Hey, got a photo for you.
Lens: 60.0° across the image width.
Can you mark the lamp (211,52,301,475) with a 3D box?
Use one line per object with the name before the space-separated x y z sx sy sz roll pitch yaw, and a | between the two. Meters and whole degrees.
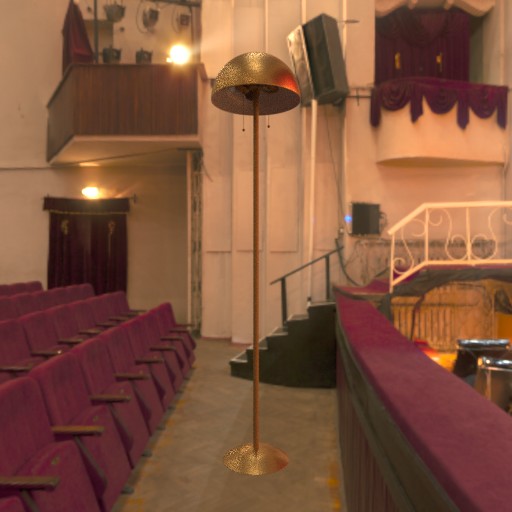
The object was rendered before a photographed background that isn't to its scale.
lamp | 0.000 0.000 1.620 0.328 1.480 0.328 0 0 0
